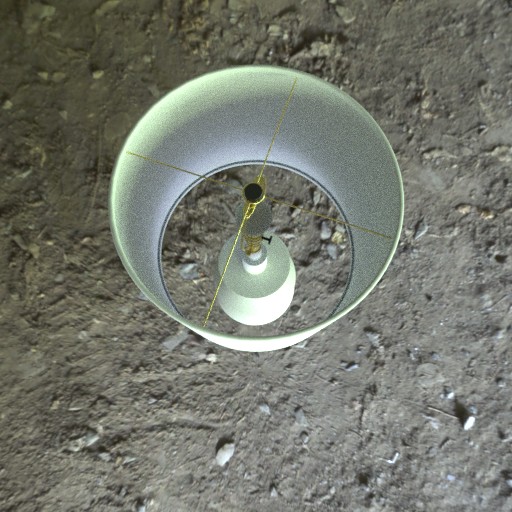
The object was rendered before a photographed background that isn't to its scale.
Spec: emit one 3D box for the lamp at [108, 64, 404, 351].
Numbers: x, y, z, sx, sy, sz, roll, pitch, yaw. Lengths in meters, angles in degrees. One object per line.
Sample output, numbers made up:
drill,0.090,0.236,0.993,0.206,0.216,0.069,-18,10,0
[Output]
lamp,0.000,0.000,0.708,0.301,0.533,0.301,19,76,5
